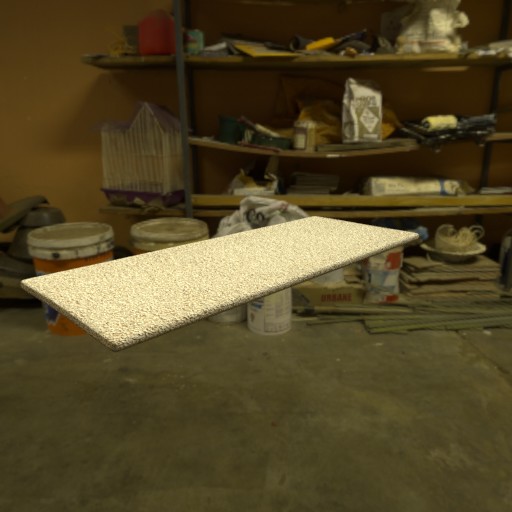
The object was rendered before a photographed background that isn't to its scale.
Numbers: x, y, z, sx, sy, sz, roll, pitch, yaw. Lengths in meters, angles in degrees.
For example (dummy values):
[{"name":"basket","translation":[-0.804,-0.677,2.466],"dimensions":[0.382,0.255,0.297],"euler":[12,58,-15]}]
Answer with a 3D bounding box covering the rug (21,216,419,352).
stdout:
[{"name":"rug","translation":[0.000,0.000,1.723],"dimensions":[0.609,0.030,1.524],"euler":[15,22,43]}]
